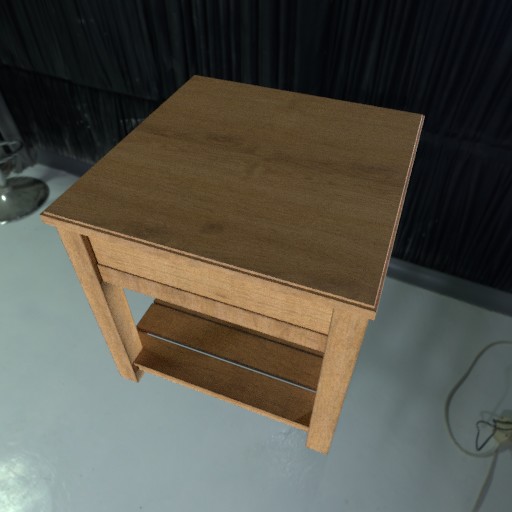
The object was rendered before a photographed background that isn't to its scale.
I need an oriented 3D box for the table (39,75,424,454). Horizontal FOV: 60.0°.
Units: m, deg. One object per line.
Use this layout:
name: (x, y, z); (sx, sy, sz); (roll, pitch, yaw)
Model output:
table: (0.000, 0.000, 1.129); (0.612, 0.593, 0.616); (15, 48, 15)
